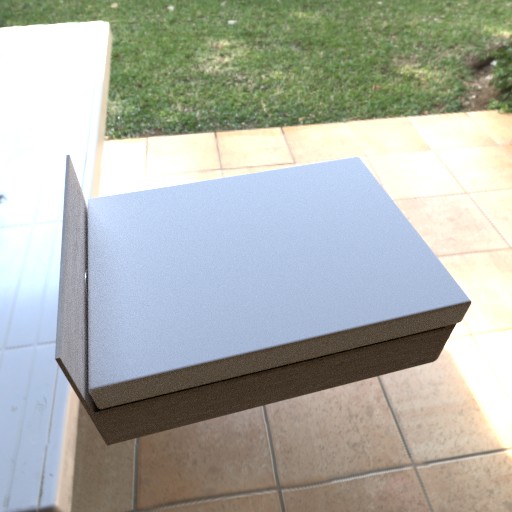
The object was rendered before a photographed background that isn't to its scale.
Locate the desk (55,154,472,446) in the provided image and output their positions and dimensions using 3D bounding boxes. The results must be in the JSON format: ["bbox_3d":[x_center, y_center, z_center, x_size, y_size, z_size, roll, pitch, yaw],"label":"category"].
[{"bbox_3d":[0.000,0.000,2.553,1.900,0.800,1.400,-11,46,-11],"label":"desk"}]
